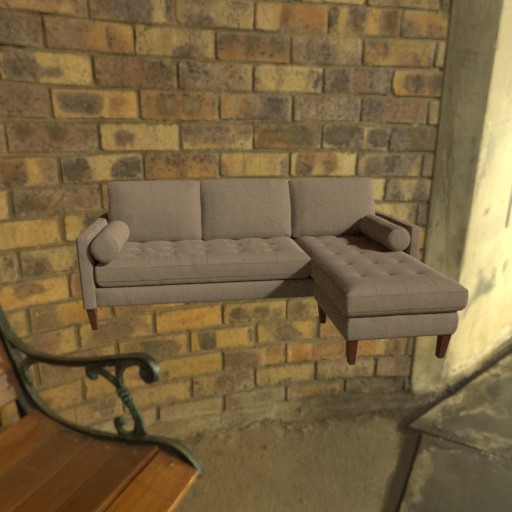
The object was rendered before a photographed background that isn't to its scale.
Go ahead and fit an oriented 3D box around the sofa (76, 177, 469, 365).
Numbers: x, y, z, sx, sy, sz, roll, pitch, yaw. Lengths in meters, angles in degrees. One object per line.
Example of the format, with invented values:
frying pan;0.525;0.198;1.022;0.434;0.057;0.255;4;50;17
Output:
sofa;0.000;0.000;2.859;2.178;0.875;1.506;-2;16;-8
